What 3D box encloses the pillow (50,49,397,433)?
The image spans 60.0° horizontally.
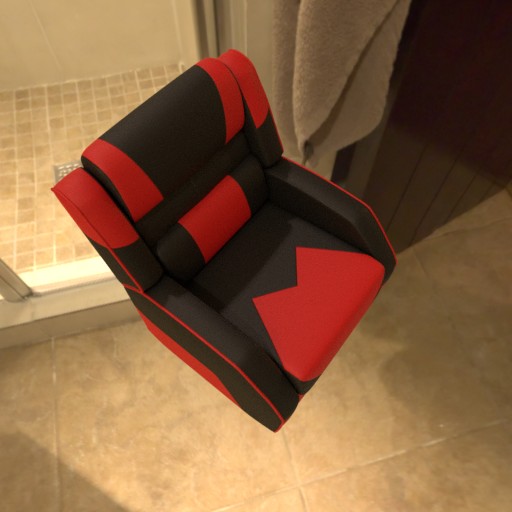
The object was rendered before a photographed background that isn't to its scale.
[{"bbox_3d":[0.000,0.000,1.283,0.672,0.805,0.620,34,66,18],"label":"pillow"}]
